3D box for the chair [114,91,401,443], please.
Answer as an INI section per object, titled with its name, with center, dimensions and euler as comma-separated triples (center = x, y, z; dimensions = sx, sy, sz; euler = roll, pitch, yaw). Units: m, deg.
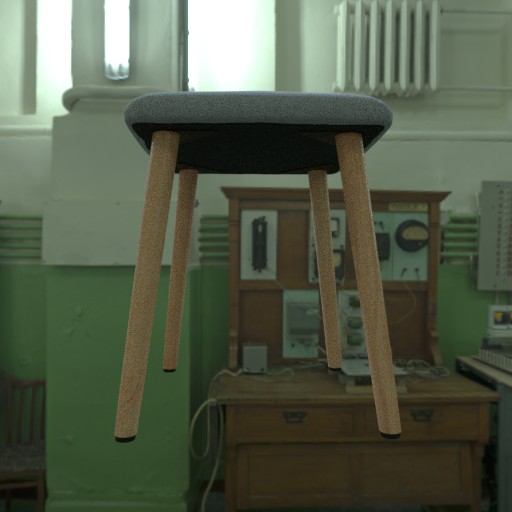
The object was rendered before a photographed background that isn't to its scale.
[chair]
center = 0.000, 0.000, 0.698
dimensions = 0.350, 0.440, 0.350
euler = 0, 0, -2
